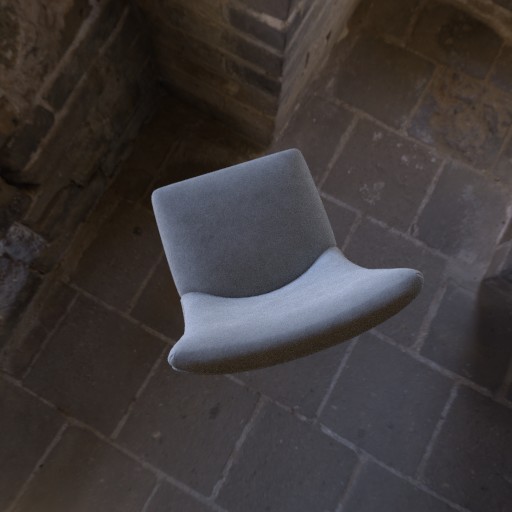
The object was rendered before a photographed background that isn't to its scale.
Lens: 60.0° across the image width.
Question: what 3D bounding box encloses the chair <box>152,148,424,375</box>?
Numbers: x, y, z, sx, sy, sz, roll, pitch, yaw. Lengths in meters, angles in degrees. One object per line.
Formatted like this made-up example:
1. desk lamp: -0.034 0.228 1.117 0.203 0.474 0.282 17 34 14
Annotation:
1. chair: 0.000 0.000 1.254 0.495 0.902 0.610 -18 76 -5
